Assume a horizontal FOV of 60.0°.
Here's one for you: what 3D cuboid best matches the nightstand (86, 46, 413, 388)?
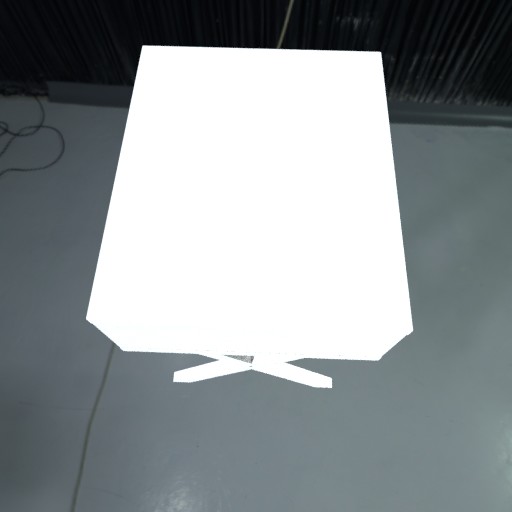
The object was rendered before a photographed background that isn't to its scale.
[{"bbox_3d":[0.000,0.000,0.925,0.402,0.623,0.479,2,65,1],"label":"nightstand"}]
